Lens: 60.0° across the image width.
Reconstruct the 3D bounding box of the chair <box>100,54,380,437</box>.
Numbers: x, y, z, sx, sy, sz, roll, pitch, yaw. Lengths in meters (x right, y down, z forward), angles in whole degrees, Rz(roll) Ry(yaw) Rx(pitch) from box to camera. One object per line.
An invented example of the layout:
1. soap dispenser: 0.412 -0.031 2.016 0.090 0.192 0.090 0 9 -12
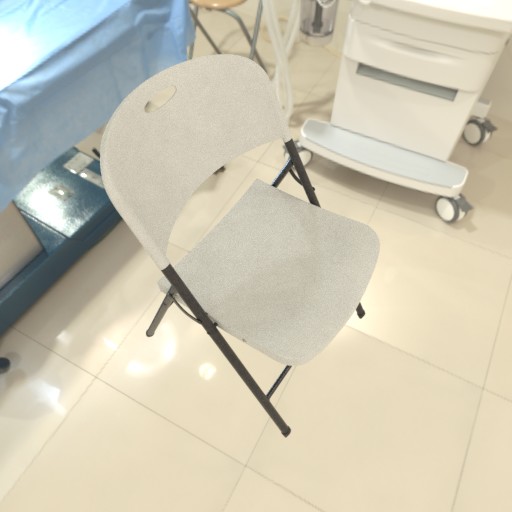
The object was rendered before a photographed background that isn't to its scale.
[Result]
1. chair: 0.000 0.000 1.145 0.566 0.810 0.494 30 61 19
